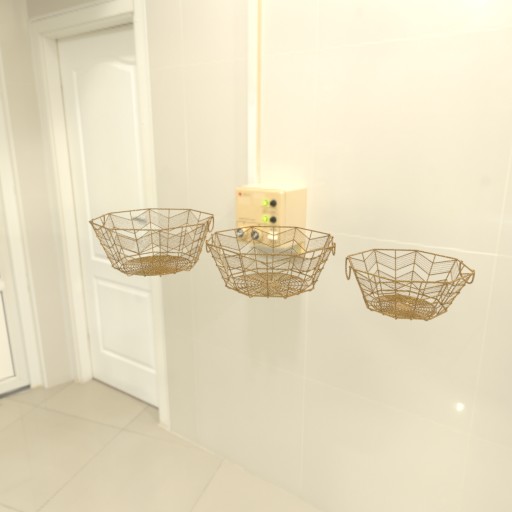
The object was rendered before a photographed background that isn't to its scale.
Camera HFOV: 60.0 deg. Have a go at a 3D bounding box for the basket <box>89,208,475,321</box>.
[{"bbox_3d":[0.000,0.000,1.403,1.245,0.178,0.432,8,17,27],"label":"basket"}]
